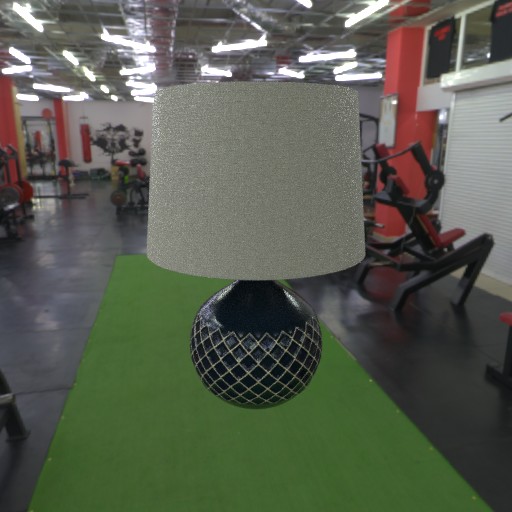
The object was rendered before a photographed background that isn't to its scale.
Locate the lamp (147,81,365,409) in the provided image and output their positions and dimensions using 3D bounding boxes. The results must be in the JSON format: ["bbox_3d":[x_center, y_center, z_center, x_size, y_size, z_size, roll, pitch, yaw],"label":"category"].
[{"bbox_3d":[0.000,0.000,0.786,0.376,0.540,0.376,0,14,0],"label":"lamp"}]
